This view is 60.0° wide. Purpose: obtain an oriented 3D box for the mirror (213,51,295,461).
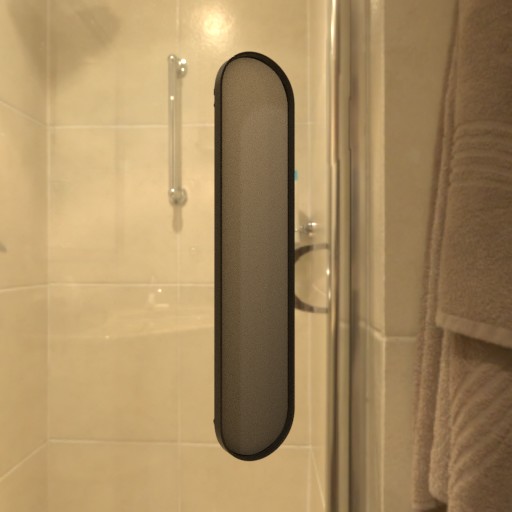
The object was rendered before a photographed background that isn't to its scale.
[{"bbox_3d":[0.000,0.000,1.092,0.222,0.991,0.032,0,0,-35],"label":"mirror"}]
